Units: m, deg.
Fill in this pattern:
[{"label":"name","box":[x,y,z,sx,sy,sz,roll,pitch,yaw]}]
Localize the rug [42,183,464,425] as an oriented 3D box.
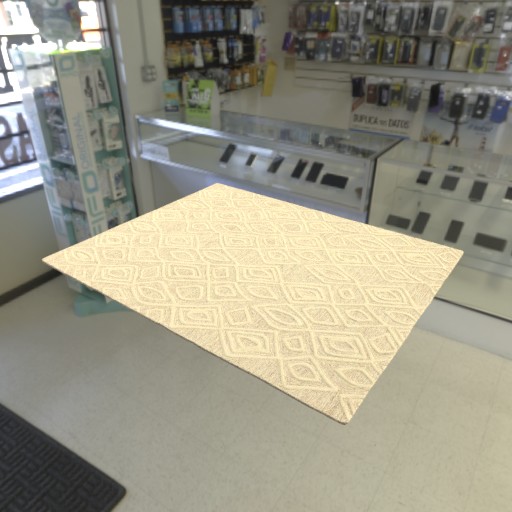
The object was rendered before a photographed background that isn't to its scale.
[{"label":"rug","box":[0.000,0.000,4.072,3.049,0.025,2.449,20,35,31]}]
